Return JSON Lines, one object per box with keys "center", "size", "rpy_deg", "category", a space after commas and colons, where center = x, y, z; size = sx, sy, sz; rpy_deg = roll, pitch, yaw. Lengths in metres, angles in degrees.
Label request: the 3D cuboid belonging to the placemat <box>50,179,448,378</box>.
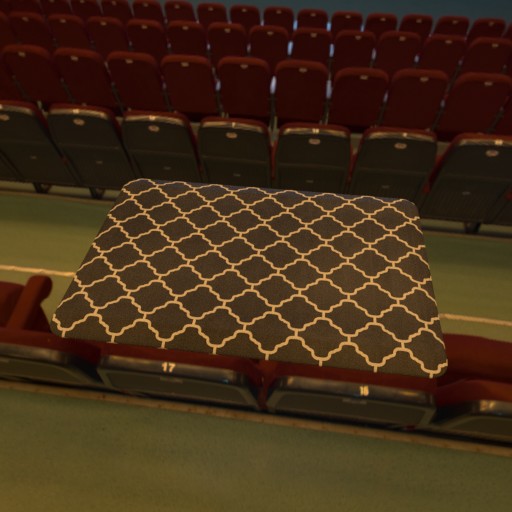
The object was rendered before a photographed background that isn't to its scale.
{"center": [0.000, 0.000, 0.989], "size": [0.762, 0.021, 0.508], "rpy_deg": [5, 46, 5], "category": "placemat"}
